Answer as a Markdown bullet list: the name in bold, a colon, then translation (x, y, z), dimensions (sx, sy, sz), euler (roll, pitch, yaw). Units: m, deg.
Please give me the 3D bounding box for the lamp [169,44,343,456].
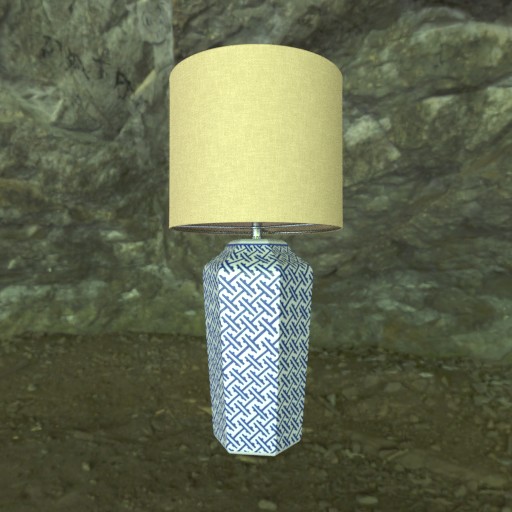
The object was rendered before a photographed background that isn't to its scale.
- **lamp**: translation (0.000, 0.000, 0.830), dimensions (0.320, 0.682, 0.320), euler (0, -1, -17)
